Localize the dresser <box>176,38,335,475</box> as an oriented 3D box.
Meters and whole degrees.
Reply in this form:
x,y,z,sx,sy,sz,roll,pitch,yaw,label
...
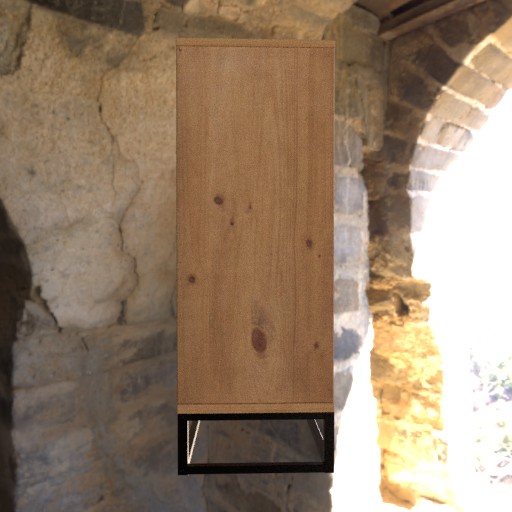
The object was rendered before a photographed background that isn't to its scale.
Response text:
x,y,z,sx,sy,sz,roll,pitch,yaw,label
0.000,0.000,1.640,0.479,1.240,0.761,0,1,-2,dresser
